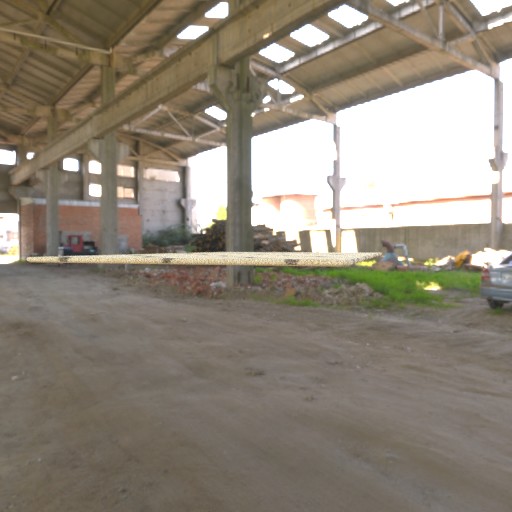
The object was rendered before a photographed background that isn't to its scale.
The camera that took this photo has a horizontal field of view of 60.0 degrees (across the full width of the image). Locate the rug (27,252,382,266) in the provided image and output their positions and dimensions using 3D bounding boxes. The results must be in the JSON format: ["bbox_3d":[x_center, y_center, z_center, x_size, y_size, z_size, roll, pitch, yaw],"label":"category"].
[{"bbox_3d":[0.000,0.000,2.947,1.501,0.024,2.348,0,1,19],"label":"rug"}]
